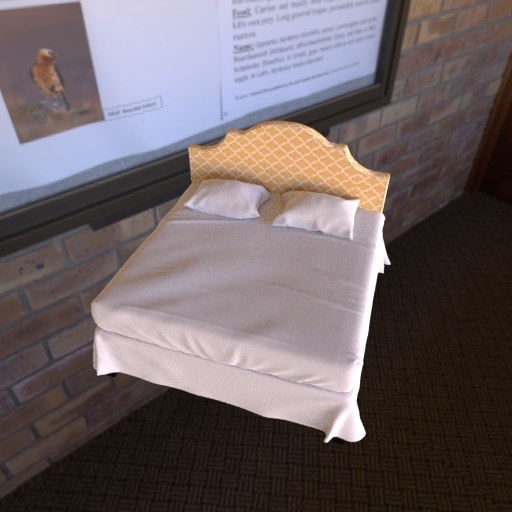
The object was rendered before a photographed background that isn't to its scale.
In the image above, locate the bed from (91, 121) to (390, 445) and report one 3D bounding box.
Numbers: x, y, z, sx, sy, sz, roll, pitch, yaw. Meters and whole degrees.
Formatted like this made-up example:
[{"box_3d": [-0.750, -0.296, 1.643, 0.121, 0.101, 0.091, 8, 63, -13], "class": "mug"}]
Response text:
[{"box_3d": [0.000, 0.000, 3.774, 2.314, 1.601, 2.222, 11, 41, 14], "class": "bed"}]
